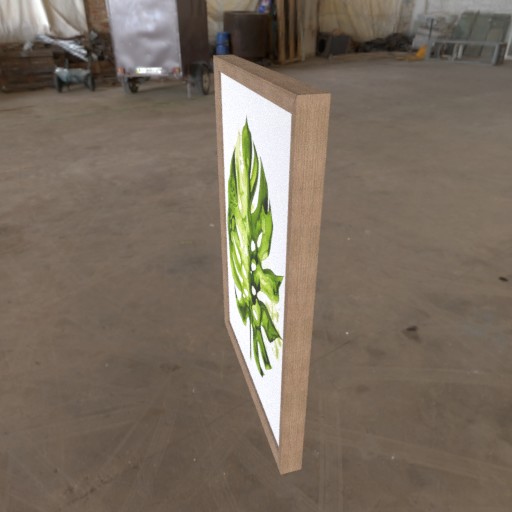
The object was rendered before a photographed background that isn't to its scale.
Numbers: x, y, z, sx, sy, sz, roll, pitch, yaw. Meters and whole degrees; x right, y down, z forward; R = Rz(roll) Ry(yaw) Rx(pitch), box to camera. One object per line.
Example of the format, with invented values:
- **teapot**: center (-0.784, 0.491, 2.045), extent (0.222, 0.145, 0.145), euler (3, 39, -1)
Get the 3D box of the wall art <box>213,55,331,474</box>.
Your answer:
- **wall art**: center (0.000, 0.000, 0.650), extent (0.031, 0.509, 0.356), euler (-8, 30, -14)
